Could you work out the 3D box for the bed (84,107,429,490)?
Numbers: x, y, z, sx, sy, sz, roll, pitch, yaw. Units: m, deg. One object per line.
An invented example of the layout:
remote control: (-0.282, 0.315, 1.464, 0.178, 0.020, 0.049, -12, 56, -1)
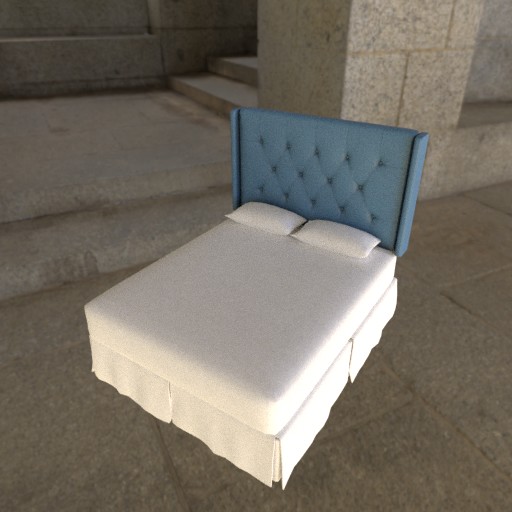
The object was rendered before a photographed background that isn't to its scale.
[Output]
bed: (0.000, 0.000, 3.299, 1.719, 1.665, 2.078, 18, 35, 29)
